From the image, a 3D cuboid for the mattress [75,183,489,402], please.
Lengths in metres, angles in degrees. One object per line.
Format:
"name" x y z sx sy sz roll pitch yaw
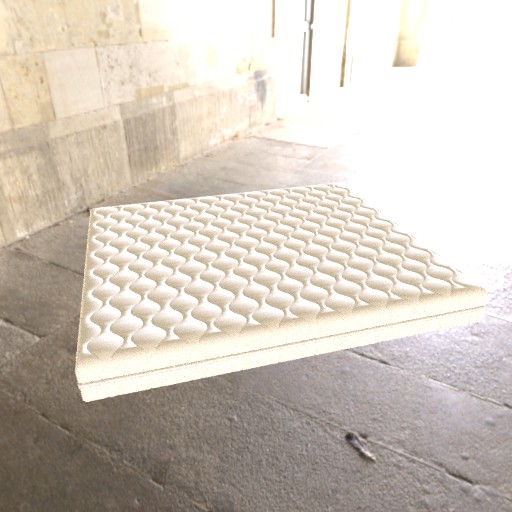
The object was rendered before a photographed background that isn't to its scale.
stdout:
"mattress" 0.000 0.000 2.611 1.900 0.200 1.600 -8 30 -14
